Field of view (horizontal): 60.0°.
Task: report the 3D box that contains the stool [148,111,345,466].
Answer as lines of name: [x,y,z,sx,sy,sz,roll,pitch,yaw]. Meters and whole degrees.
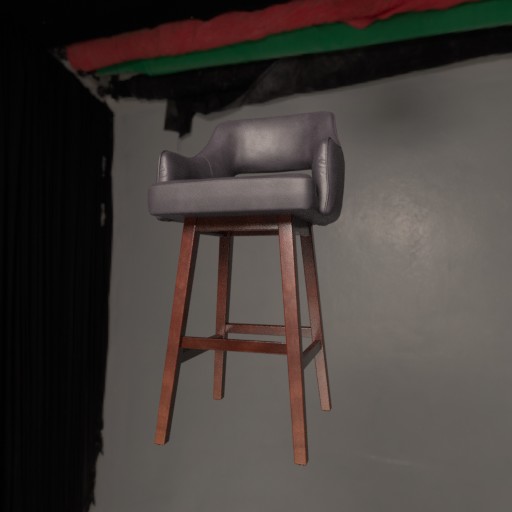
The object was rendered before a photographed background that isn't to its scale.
stool: [0.000,0.000,1.400,0.550,1.041,0.560,0,0,18]
